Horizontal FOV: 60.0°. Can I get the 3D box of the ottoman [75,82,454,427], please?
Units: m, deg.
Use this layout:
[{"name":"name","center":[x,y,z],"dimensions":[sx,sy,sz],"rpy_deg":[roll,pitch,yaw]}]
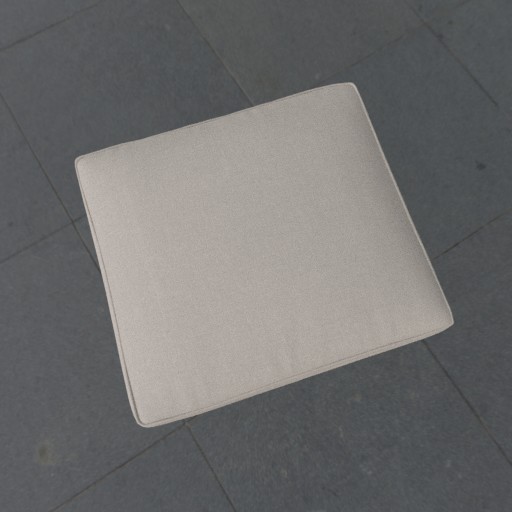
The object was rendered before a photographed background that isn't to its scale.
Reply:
[{"name":"ottoman","center":[0.000,0.000,1.155],"dimensions":[0.716,0.505,0.662],"rpy_deg":[-17,76,-4]}]
